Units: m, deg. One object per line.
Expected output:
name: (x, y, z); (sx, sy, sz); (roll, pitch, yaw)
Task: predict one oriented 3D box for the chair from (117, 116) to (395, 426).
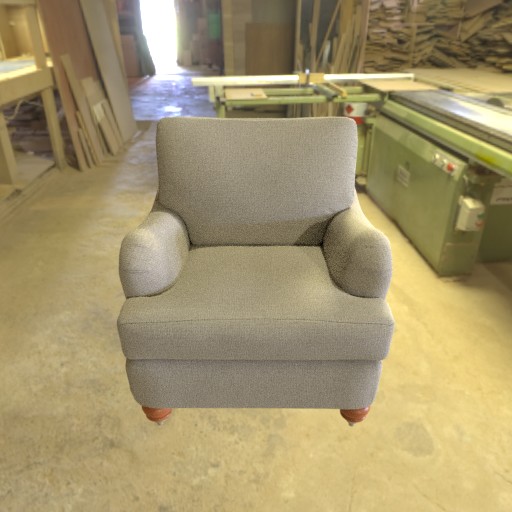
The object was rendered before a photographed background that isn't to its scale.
chair: (0.000, 0.000, 1.868); (0.955, 1.038, 1.070); (0, 28, 0)
